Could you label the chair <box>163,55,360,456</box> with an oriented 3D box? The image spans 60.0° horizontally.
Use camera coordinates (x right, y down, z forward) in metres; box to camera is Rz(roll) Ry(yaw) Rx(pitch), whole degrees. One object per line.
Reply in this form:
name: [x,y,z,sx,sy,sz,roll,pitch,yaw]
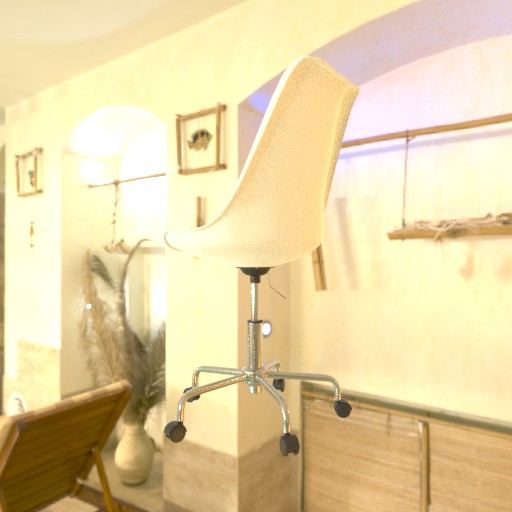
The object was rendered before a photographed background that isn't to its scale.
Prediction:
chair: [0.000,0.000,1.274,0.550,0.930,0.550,0,0,36]
